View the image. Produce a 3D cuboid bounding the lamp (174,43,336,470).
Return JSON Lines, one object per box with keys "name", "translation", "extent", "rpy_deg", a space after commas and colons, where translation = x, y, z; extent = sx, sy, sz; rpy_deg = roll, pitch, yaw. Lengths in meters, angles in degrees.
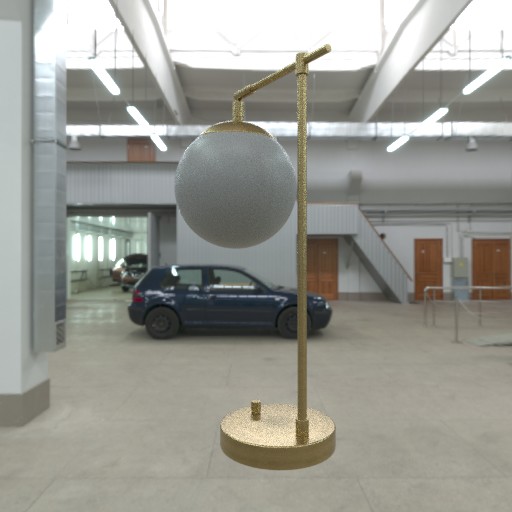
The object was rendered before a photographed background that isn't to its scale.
{"name": "lamp", "translation": [0.000, 0.000, 0.706], "extent": [0.207, 0.559, 0.324], "rpy_deg": [0, 0, -36]}
